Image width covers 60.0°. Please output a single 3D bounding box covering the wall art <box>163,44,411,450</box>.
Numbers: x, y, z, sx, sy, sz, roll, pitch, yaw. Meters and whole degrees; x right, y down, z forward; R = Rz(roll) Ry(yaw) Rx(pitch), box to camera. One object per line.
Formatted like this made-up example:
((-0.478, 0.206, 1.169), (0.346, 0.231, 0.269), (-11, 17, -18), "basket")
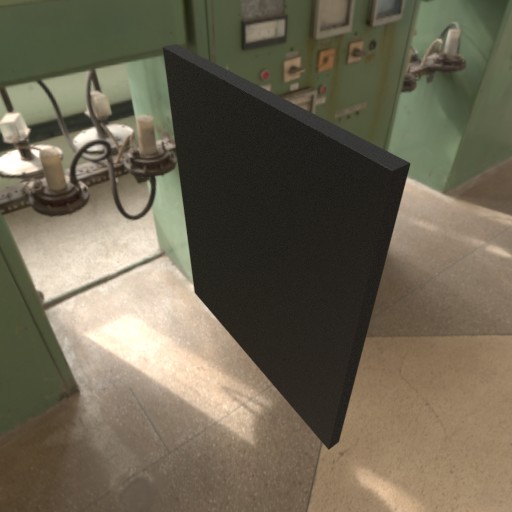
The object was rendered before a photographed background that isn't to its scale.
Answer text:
((0.000, 0.000, 0.675), (0.023, 0.505, 0.428), (-25, 47, -26), "wall art")
